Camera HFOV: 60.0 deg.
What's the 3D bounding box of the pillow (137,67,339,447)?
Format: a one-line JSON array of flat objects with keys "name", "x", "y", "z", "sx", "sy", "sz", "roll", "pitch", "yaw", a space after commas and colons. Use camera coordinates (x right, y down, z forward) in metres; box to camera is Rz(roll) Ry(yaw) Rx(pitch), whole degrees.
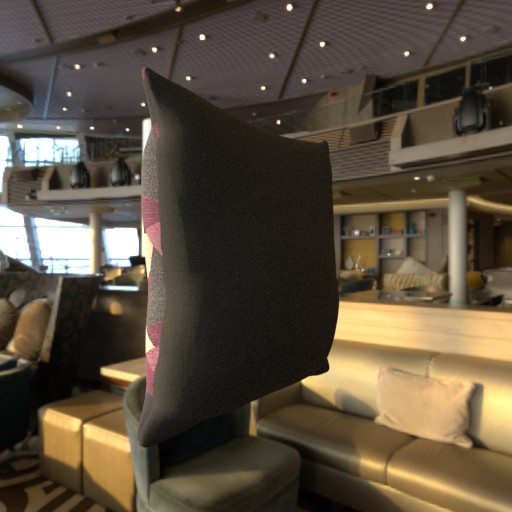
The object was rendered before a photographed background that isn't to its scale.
[{"name": "pillow", "x": 0.000, "y": 0.000, "z": 0.766, "sx": 0.208, "sy": 0.496, "sz": 0.503, "roll": 0, "pitch": -1, "yaw": 37}]
